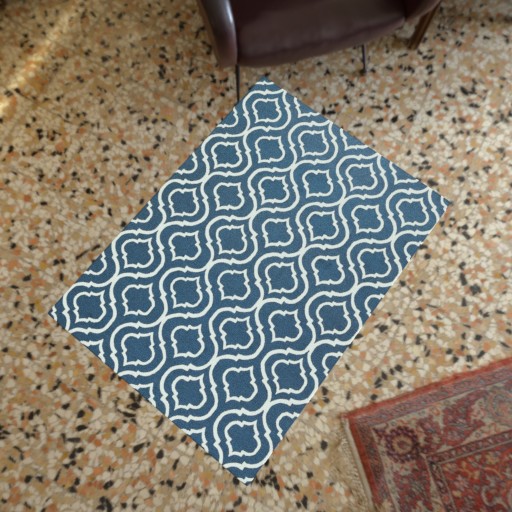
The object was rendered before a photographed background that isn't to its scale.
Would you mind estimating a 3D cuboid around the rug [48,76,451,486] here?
[{"bbox_3d":[0.000,0.000,4.377,2.438,0.010,3.353,37,78,9],"label":"rug"}]
